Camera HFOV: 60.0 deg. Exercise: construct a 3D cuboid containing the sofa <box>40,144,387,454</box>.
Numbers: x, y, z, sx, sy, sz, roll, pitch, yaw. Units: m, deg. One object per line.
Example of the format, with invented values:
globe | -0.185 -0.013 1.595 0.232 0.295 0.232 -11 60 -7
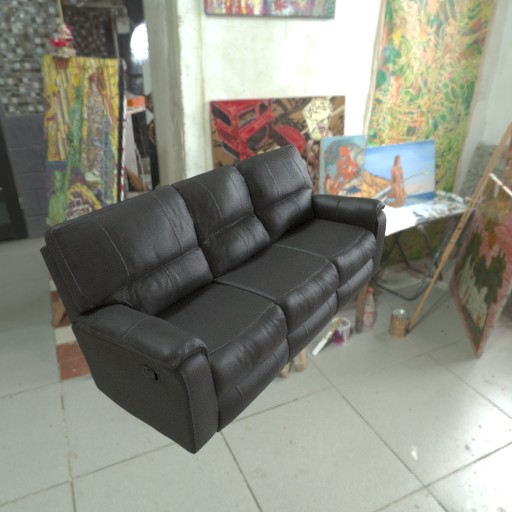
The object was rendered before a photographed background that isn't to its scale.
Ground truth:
sofa | 0.000 0.000 3.190 1.104 1.134 2.627 17 31 31
